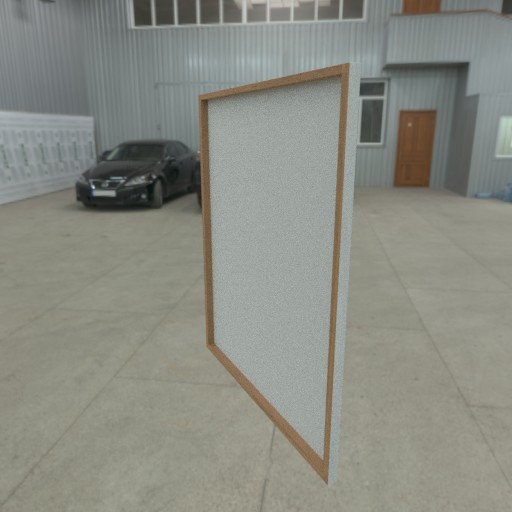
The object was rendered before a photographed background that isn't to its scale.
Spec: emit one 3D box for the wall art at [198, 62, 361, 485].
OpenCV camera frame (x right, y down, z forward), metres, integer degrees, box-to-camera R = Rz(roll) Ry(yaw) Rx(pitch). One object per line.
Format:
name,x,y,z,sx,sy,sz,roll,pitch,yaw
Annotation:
wall art,0.000,0.000,0.975,0.021,0.710,0.609,-8,17,-26
